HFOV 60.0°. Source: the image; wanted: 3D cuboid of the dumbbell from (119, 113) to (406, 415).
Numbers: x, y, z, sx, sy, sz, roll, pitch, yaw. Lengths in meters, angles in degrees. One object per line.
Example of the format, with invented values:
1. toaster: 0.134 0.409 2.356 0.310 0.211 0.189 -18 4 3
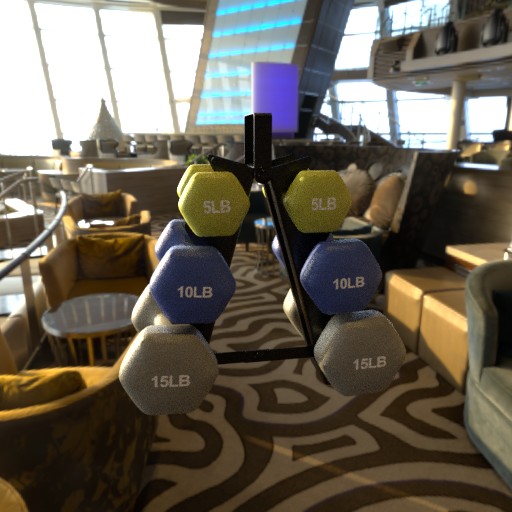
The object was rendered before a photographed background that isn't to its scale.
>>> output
1. dumbbell: 0.000 0.000 0.698 0.416 0.426 0.261 -3 16 -9
